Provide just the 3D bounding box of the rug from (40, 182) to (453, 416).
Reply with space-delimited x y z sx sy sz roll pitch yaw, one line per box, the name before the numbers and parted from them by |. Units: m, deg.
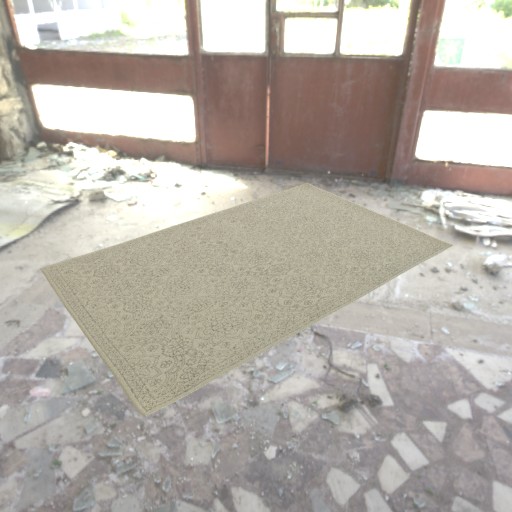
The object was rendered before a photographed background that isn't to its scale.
rug | 0.000 0.000 2.436 1.947 0.023 1.214 -22 38 -32
